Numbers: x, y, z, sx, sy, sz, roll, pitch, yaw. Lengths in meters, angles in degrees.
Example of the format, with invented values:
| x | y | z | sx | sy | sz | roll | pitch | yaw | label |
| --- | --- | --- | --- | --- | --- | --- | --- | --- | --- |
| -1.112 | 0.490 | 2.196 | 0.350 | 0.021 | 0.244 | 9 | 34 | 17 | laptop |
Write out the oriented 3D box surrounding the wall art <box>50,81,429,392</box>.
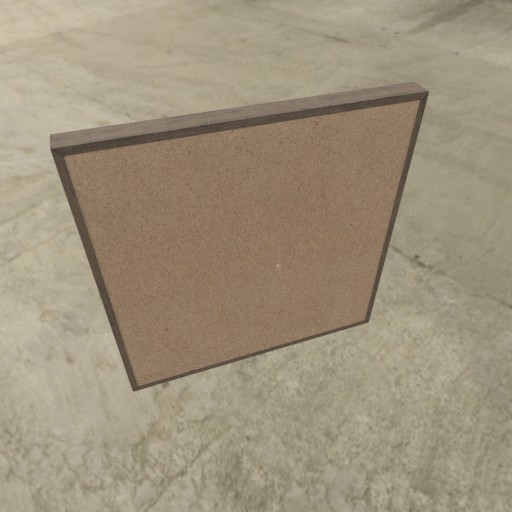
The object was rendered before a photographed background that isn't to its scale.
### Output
| x | y | z | sx | sy | sz | roll | pitch | yaw | label |
| --- | --- | --- | --- | --- | --- | --- | --- | --- | --- |
| 0.000 | 0.000 | 0.748 | 0.508 | 0.508 | 0.038 | -13 | 43 | -14 | wall art |
